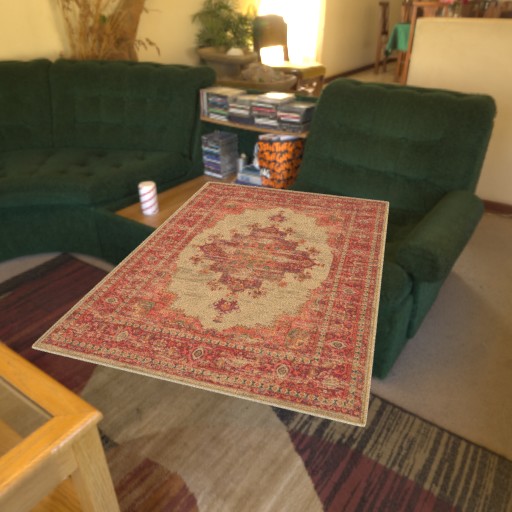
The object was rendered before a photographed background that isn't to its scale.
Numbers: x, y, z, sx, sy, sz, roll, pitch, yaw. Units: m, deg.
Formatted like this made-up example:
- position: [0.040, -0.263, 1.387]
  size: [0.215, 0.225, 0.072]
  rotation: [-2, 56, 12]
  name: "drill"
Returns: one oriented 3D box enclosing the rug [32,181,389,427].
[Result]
- position: [0.000, 0.000, 2.818]
  size: [1.555, 0.011, 2.232]
  rotation: [9, 32, 14]
  name: "rug"
